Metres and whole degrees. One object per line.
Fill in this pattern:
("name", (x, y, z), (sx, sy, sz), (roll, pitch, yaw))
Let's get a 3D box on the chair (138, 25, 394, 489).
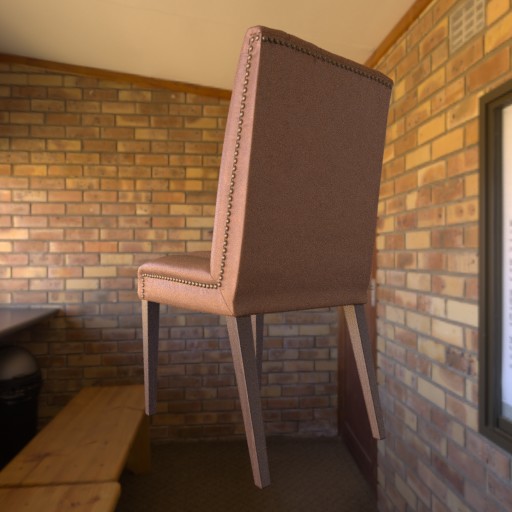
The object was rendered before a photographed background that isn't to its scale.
("chair", (0.000, 0.000, 1.334), (0.511, 1.016, 0.647), (0, 0, -38))
